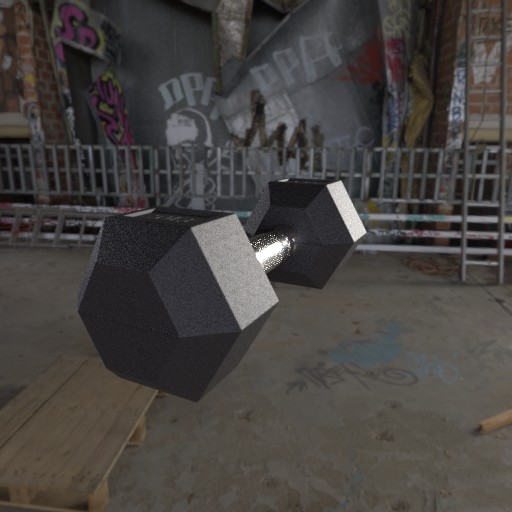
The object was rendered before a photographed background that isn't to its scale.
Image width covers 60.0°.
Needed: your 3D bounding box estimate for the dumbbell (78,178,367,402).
[{"bbox_3d":[0.000,0.000,0.359,0.116,0.101,0.297,8,17,26],"label":"dumbbell"}]
